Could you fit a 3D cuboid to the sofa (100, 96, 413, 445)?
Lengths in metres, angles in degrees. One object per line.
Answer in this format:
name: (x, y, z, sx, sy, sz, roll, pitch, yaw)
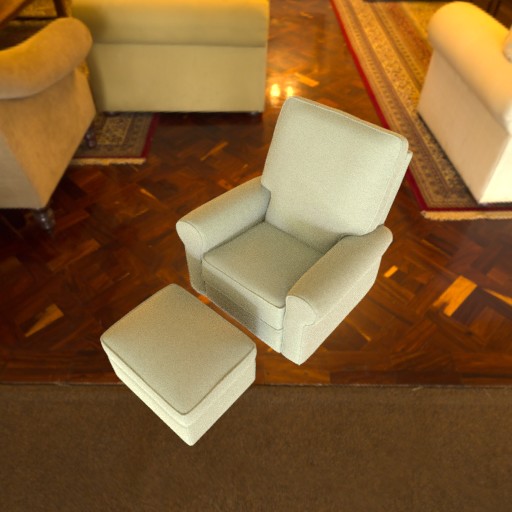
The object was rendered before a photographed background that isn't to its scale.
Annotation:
sofa: (0.000, 0.000, 2.087, 0.880, 0.959, 1.478, 32, 54, 27)
